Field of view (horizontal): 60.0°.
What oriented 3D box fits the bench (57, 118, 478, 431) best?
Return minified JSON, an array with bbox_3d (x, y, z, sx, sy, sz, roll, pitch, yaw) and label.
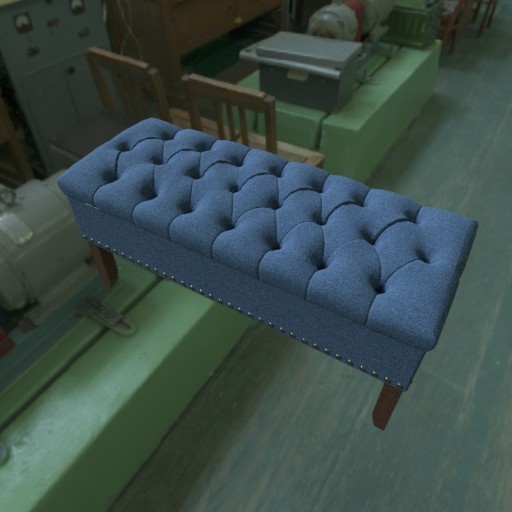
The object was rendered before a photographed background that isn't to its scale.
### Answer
[{"bbox_3d":[0.000,0.000,1.308,1.052,0.492,0.417,23,49,21],"label":"bench"}]
